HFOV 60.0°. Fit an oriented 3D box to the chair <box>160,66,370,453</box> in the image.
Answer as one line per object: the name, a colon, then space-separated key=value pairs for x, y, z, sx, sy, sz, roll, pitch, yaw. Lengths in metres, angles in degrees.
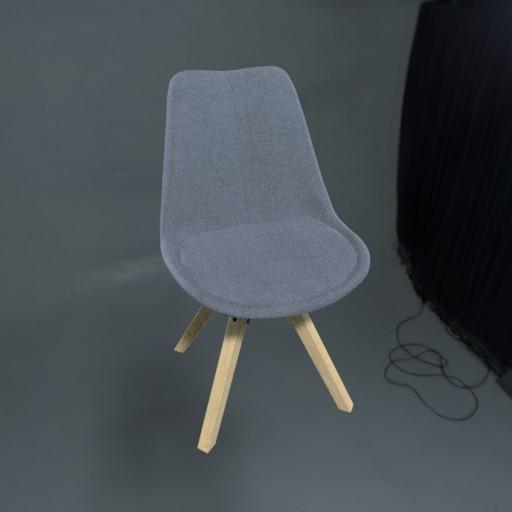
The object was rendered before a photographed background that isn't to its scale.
chair: x=0.000 y=0.000 z=1.171 sx=0.485 sy=0.850 sz=0.550 roll=-10 pitch=33 yaw=-15
